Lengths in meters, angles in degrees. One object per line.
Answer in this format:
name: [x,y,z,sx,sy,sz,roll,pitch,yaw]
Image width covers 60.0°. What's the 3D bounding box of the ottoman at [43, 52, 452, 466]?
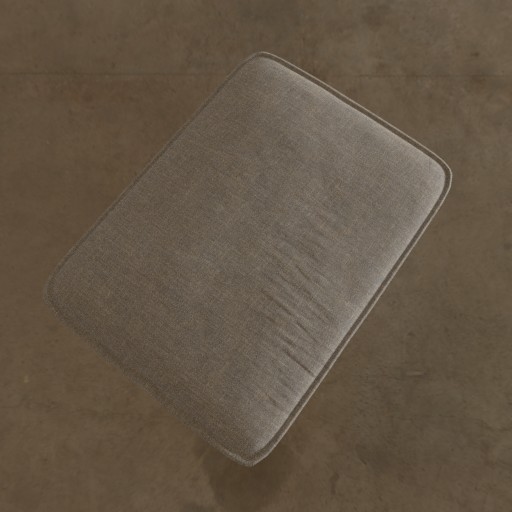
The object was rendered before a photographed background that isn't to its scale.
ottoman: [0.000,0.000,1.088,0.559,0.457,0.762,36,77,9]
